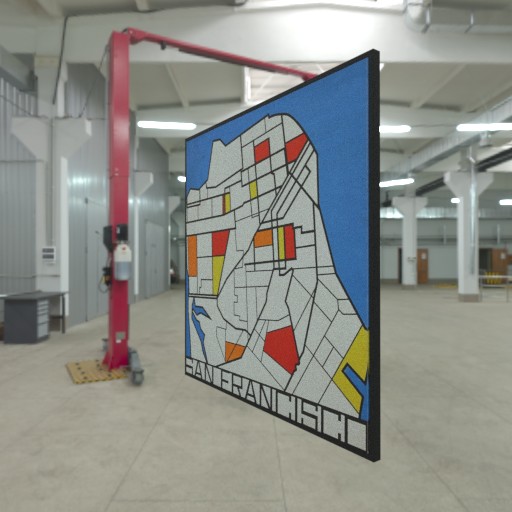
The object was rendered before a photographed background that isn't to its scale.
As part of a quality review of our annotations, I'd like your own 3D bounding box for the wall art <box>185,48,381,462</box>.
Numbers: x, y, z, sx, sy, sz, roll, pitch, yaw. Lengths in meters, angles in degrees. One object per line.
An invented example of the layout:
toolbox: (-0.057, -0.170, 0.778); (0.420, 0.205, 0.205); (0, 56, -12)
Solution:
wall art: (0.000, 0.000, 0.678); (0.013, 0.457, 0.458); (0, 0, -36)
